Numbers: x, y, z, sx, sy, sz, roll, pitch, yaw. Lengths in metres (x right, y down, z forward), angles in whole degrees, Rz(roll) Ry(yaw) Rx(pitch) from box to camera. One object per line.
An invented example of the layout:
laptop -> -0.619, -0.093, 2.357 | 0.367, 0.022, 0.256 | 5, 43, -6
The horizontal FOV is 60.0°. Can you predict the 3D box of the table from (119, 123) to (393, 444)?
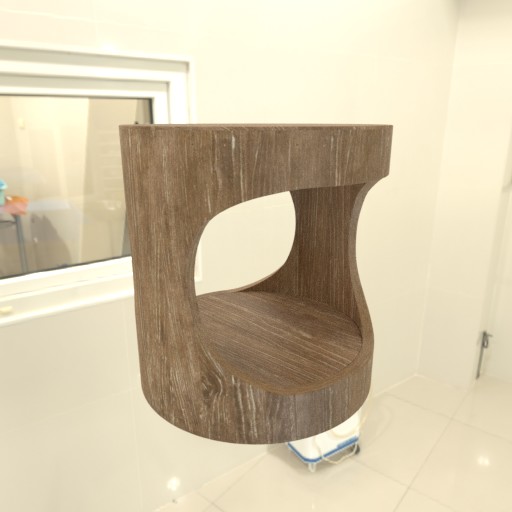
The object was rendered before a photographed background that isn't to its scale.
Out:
table -> 0.000, 0.000, 0.968 | 0.527, 0.551, 0.527 | 0, 17, 0
